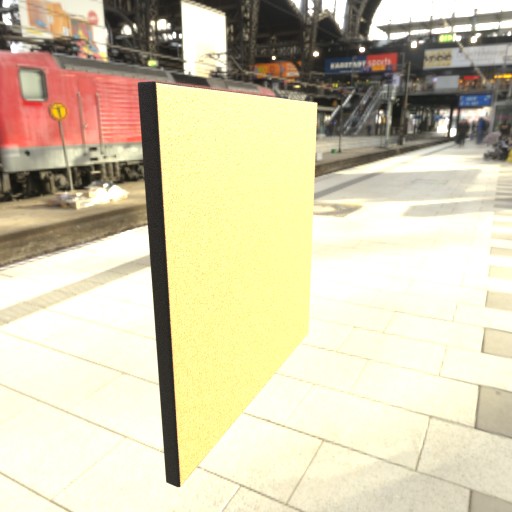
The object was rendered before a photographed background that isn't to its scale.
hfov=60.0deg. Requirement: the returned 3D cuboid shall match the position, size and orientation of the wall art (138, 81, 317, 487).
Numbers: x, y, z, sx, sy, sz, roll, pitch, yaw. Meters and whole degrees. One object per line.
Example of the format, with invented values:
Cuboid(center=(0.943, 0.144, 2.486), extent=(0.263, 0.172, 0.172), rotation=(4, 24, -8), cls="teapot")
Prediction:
Cuboid(center=(0.000, 0.000, 0.663), extent=(0.022, 0.453, 0.456), rotation=(8, 18, 25), cls="wall art")
